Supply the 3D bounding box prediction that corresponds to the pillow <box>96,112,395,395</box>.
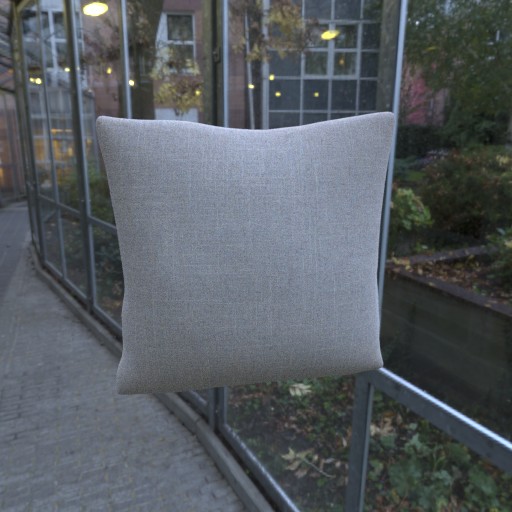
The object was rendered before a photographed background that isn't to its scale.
[{"bbox_3d":[0.000,0.000,0.888,0.578,0.558,0.192,-2,14,-10],"label":"pillow"}]
